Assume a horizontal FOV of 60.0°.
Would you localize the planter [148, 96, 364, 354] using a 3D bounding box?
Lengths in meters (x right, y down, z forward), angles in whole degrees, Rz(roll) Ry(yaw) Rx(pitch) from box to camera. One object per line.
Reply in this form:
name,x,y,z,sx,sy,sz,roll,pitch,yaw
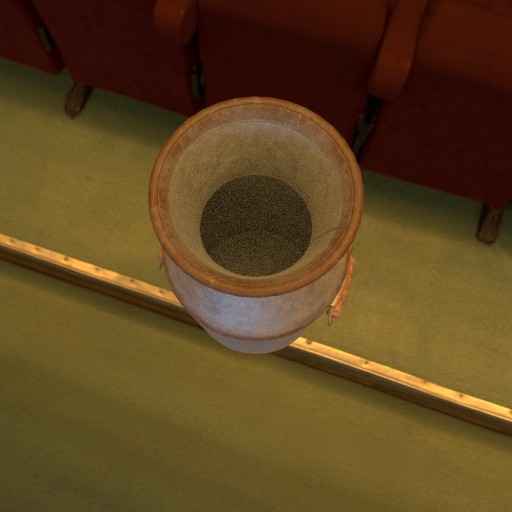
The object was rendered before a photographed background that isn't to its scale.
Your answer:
planter,0.000,0.000,0.538,0.245,0.396,0.214,18,75,5
